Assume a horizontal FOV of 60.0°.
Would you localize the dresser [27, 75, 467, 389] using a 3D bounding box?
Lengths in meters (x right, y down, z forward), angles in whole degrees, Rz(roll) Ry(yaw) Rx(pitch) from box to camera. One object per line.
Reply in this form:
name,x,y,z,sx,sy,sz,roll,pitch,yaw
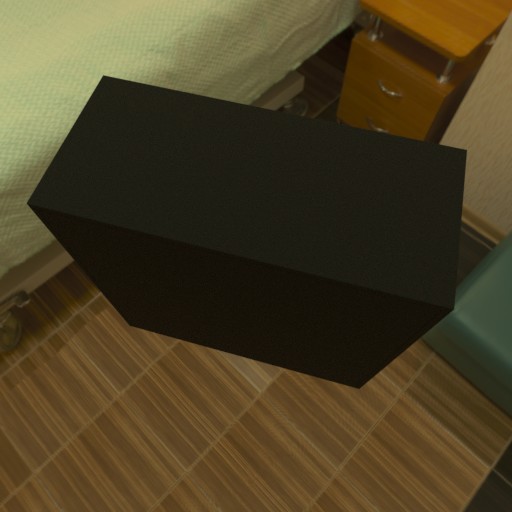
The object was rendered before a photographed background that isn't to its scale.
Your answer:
dresser,0.000,0.000,1.144,0.750,0.720,0.360,14,64,7
